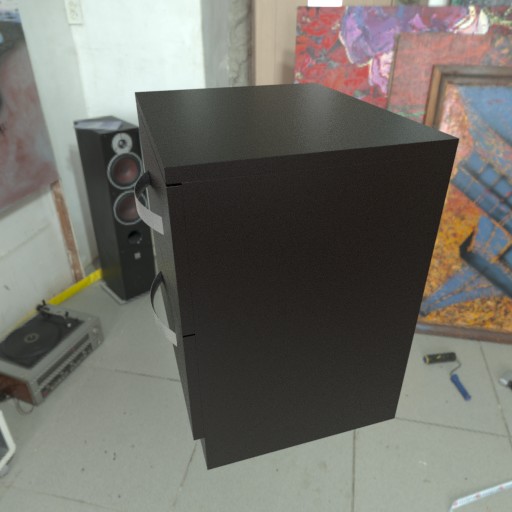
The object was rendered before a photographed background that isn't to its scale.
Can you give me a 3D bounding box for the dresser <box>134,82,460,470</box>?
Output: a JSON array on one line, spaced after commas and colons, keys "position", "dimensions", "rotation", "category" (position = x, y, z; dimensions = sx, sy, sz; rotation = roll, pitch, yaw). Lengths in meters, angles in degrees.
[{"position": [0.000, 0.000, 0.741], "dimensions": [0.360, 0.470, 0.400], "rotation": [-9, 31, -15], "category": "dresser"}]
